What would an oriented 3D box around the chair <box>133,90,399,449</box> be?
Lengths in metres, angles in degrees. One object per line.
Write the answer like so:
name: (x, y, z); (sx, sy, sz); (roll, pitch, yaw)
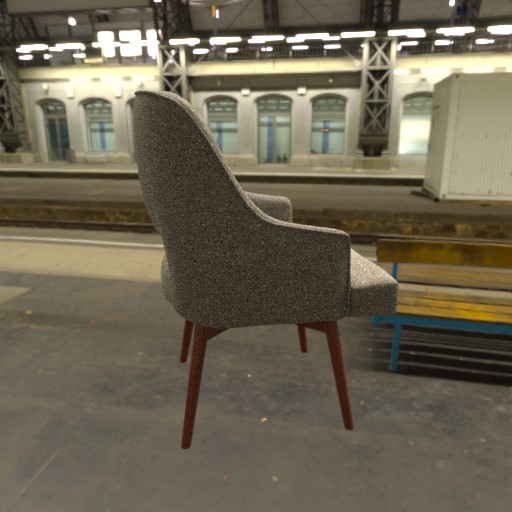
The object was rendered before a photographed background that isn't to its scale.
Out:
chair: (0.000, 0.000, 1.275); (0.629, 0.875, 0.608); (-3, 16, -10)
